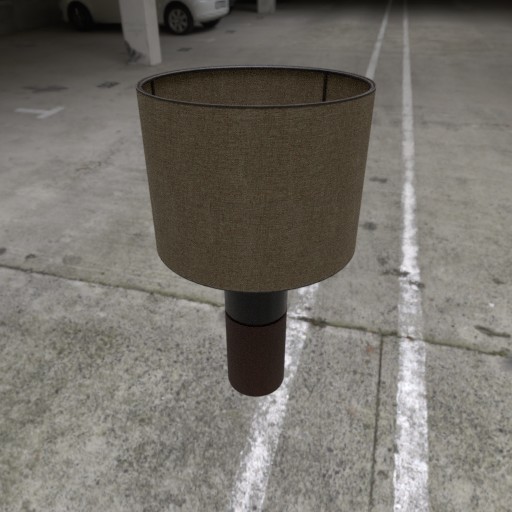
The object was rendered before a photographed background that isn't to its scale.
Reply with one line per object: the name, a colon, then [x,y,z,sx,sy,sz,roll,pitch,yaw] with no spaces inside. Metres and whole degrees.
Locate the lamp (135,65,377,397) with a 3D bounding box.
lamp: [0.000,0.000,0.469,0.202,0.350,0.202,0,30,0]
